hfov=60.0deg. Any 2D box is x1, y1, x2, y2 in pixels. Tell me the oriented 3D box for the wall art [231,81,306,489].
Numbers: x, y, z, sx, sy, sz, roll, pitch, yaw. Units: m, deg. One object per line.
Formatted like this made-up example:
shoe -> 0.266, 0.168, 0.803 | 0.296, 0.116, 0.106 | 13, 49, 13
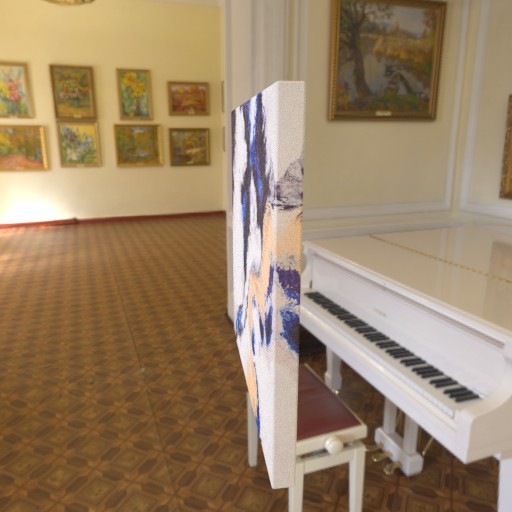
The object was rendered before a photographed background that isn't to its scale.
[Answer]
wall art -> 0.000, 0.000, 0.920 | 0.039, 0.609, 0.609 | -2, 15, -8
